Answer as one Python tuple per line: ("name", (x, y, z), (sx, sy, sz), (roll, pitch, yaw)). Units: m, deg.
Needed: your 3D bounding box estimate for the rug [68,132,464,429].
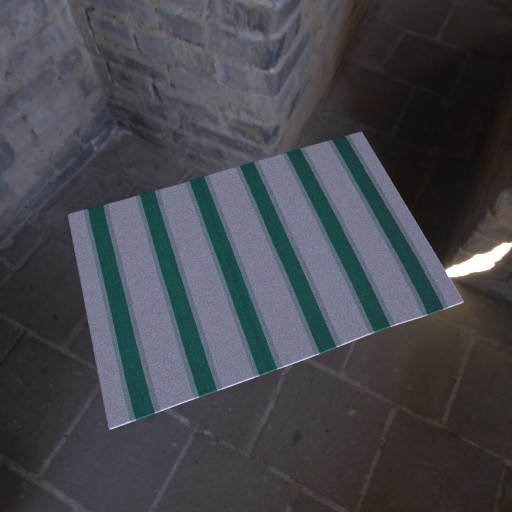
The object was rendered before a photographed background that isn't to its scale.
("rug", (0.000, 0.000, 2.388), (1.829, 0.012, 1.210), (-18, 64, -9))
